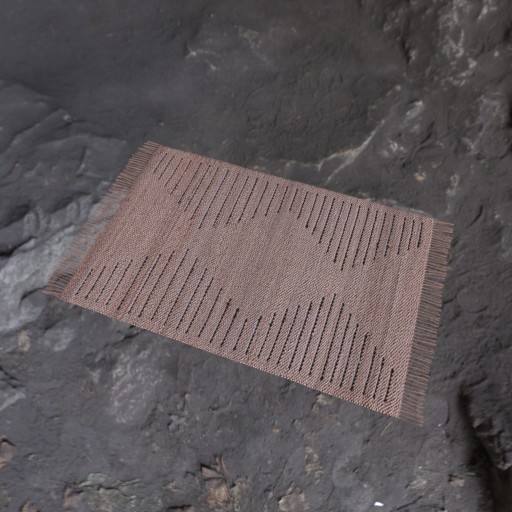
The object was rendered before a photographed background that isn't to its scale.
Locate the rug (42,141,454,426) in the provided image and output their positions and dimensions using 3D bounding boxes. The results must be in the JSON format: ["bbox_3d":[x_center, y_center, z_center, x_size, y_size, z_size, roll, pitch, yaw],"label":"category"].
[{"bbox_3d":[0.000,0.000,2.523,2.085,0.027,1.224,17,60,10],"label":"rug"}]
